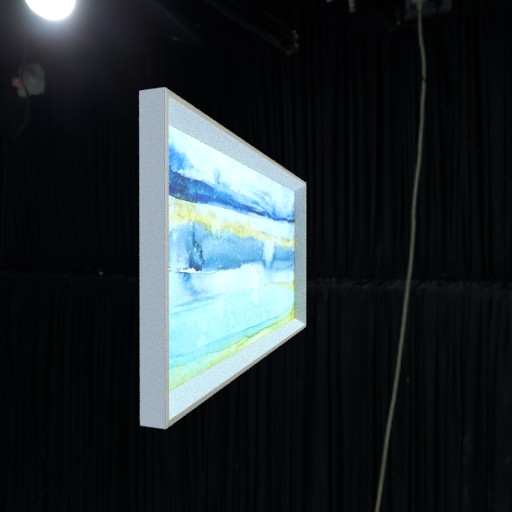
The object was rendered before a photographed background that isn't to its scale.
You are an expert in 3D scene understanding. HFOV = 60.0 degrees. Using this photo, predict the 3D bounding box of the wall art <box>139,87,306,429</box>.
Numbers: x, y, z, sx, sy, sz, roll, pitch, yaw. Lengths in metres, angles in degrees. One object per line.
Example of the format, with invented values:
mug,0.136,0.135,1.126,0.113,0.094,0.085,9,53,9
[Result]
wall art,0.000,0.000,0.948,0.038,0.431,0.812,0,1,19
